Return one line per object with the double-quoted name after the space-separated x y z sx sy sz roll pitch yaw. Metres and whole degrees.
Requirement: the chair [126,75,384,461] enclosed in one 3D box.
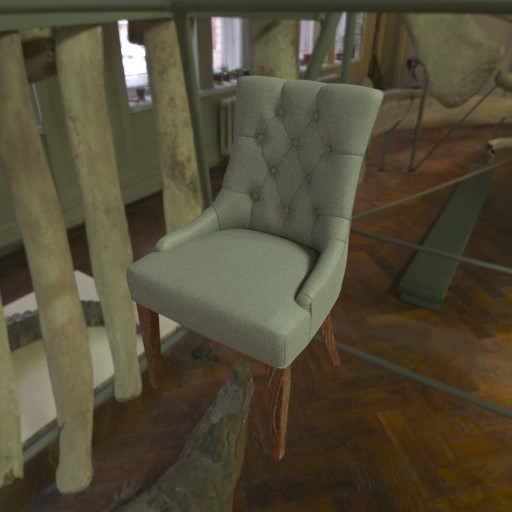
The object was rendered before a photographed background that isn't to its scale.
0.000 0.000 1.248 0.509 0.874 0.565 18 35 29 "chair"
